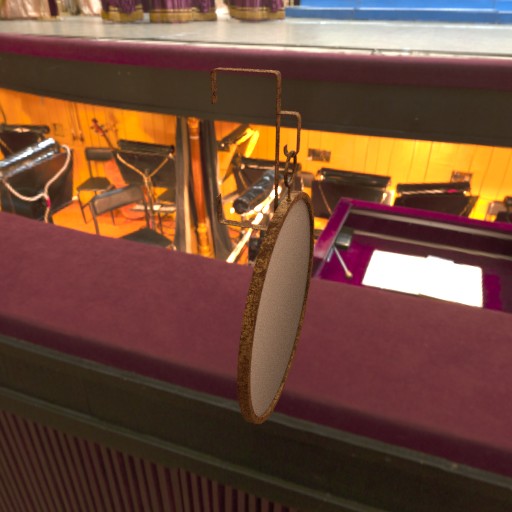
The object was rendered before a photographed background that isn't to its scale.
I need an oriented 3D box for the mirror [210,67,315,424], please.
[{"bbox_3d":[0.000,0.000,0.834,0.144,0.651,0.447,10,32,17],"label":"mirror"}]
